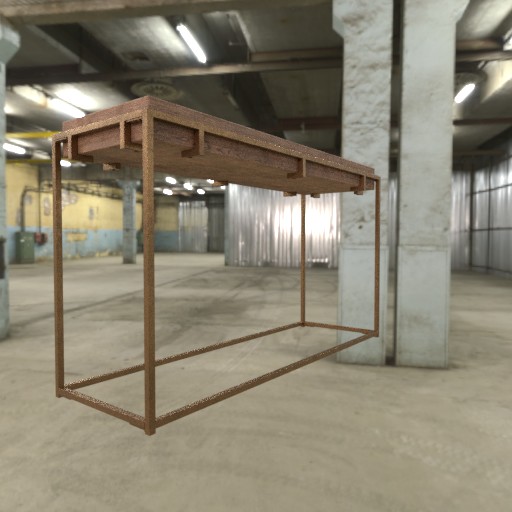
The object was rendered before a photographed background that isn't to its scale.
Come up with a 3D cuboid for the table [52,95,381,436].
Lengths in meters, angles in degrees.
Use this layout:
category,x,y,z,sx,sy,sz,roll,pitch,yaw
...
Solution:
category,x,y,z,sx,sy,sz,roll,pitch,yaw
table,0.000,0.000,1.738,0.440,0.820,1.400,1,2,38
